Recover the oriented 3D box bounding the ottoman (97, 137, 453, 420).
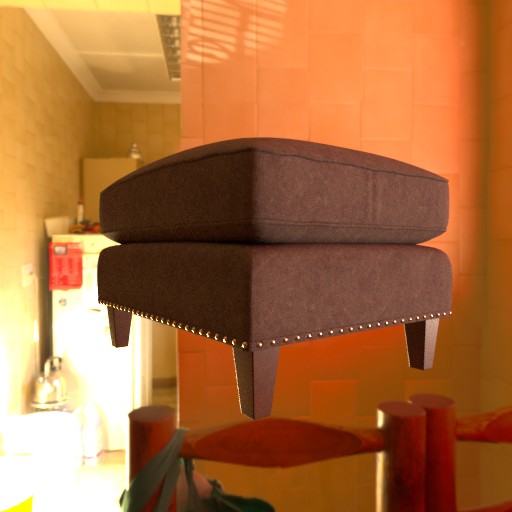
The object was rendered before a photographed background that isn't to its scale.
[{"bbox_3d":[0.000,0.000,1.130,0.584,0.513,0.741,-1,1,-37],"label":"ottoman"}]
